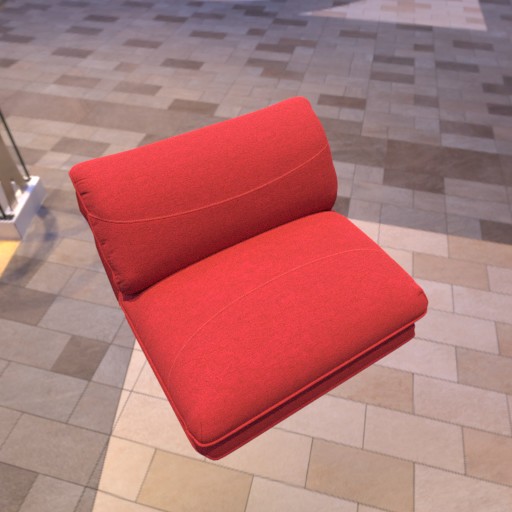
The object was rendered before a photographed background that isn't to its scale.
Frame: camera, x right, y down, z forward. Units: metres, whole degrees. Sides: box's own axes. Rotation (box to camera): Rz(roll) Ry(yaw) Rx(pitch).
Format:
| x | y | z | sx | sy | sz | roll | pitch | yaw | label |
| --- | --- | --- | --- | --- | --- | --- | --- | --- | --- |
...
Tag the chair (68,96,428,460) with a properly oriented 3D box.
| x | y | z | sx | sy | sz | roll | pitch | yaw | label |
| --- | --- | --- | --- | --- | --- | --- | --- | --- | --- |
| 0.000 | 0.000 | 1.352 | 0.820 | 0.580 | 0.780 | -24 | 51 | -22 | chair |
